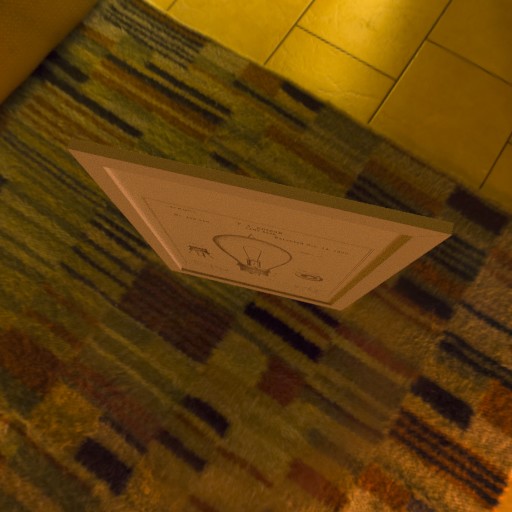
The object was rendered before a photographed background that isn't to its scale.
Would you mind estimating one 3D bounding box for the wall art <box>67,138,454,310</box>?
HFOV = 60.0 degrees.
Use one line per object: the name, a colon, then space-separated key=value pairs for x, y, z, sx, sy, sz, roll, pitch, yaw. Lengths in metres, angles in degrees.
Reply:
wall art: x=0.000 y=0.000 z=0.594 sx=0.325 sy=0.474 sz=0.010 roll=13 pitch=76 yaw=3
